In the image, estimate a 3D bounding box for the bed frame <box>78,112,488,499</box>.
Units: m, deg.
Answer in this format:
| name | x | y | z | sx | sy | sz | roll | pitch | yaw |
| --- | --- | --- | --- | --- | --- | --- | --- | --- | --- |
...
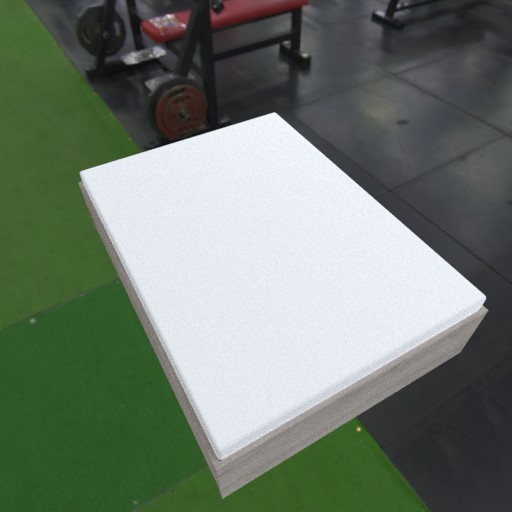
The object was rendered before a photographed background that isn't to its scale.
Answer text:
| name | x | y | z | sx | sy | sz | roll | pitch | yaw |
| --- | --- | --- | --- | --- | --- | --- | --- | --- | --- |
| bed frame | 0.000 | 0.000 | 2.554 | 1.448 | 0.490 | 1.944 | -23 | 52 | -19 |
